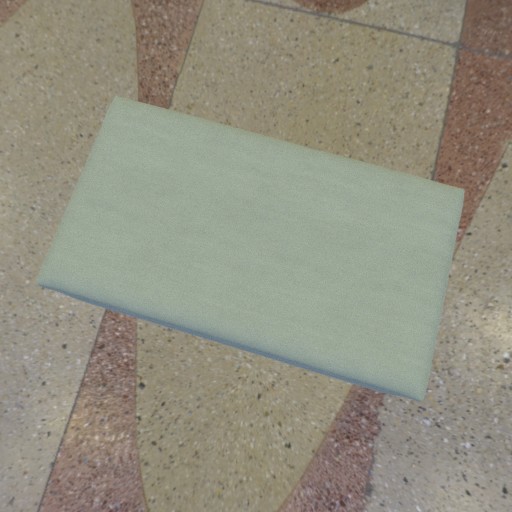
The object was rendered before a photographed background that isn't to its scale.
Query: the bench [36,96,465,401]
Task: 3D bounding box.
[{"bbox_3d":[0.000,0.000,1.203,0.887,0.449,0.500,16,77,4],"label":"bench"}]
